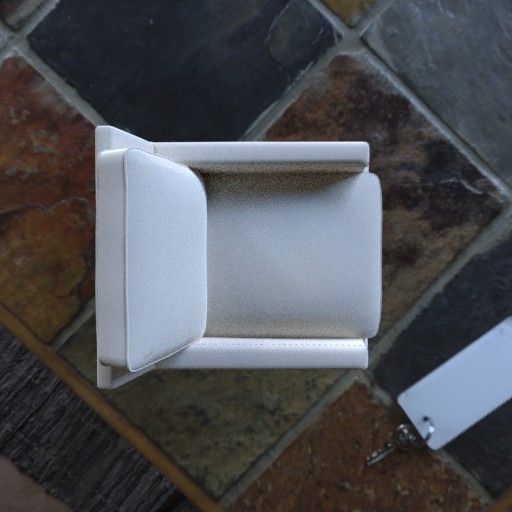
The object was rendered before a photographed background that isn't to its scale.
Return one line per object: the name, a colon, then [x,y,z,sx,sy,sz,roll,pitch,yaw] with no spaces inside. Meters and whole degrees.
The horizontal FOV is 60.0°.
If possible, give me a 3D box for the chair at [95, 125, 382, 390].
chair: [0.000,0.000,1.732,1.014,0.943,0.853,0,91,1]
